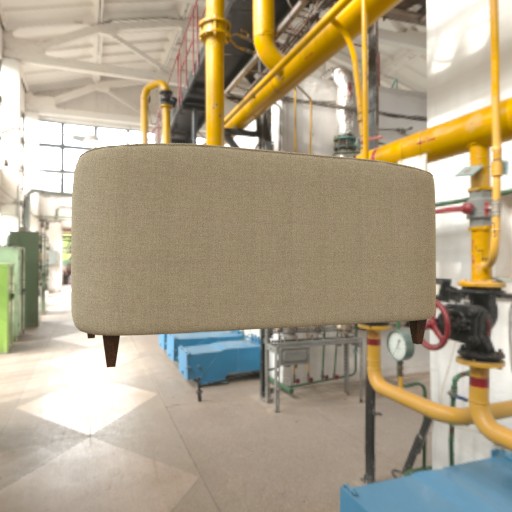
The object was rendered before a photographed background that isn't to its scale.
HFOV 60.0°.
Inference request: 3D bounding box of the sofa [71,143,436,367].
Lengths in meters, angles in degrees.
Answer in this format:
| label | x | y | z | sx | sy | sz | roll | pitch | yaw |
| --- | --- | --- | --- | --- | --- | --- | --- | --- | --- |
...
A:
| label | x | y | z | sx | sy | sz | roll | pitch | yaw |
| --- | --- | --- | --- | --- | --- | --- | --- | --- | --- |
| sofa | 0.000 | 0.000 | 2.258 | 1.733 | 0.855 | 0.941 | 0 | -1 | -19 |
